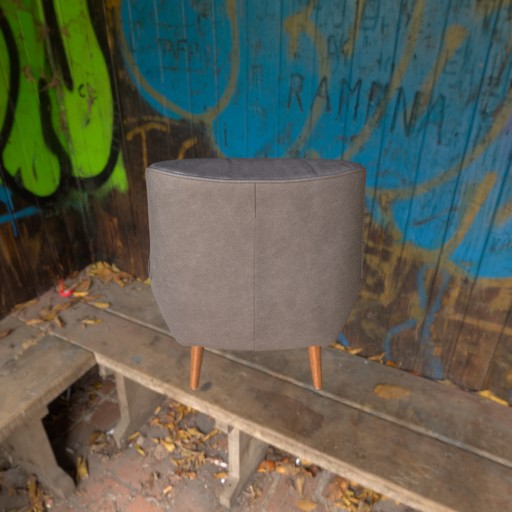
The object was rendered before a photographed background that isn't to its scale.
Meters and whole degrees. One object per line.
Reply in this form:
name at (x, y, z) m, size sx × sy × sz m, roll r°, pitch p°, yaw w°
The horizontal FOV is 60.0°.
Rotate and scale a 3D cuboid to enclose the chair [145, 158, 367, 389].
chair at (0.000, 0.000, 1.516) m, size 0.787 × 0.888 × 0.822 m, roll 0°, pitch 30°, yaw 0°
